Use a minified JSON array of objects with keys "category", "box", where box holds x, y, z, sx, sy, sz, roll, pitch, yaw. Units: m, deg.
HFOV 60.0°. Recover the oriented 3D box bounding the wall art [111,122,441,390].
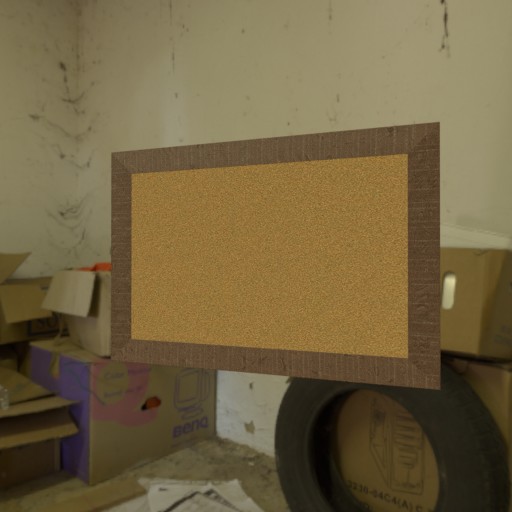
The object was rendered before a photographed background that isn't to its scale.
[{"category":"wall art","box":[0.000,0.000,1.194,0.917,0.626,0.019,0,0,19]}]
